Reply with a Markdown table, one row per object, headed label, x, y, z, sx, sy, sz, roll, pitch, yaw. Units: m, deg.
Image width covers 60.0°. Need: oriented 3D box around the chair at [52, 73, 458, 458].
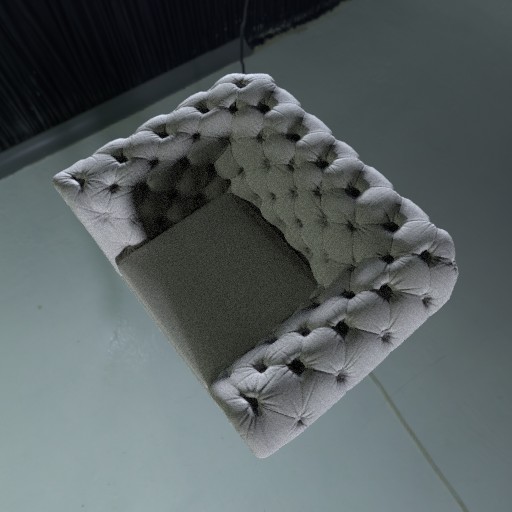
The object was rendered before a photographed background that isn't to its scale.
| label | x | y | z | sx | sy | sz | roll | pitch | yaw |
| --- | --- | --- | --- | --- | --- | --- | --- | --- | --- |
| chair | 0.000 | 0.000 | 1.853 | 0.976 | 0.770 | 1.270 | -37 | 70 | -16 |
